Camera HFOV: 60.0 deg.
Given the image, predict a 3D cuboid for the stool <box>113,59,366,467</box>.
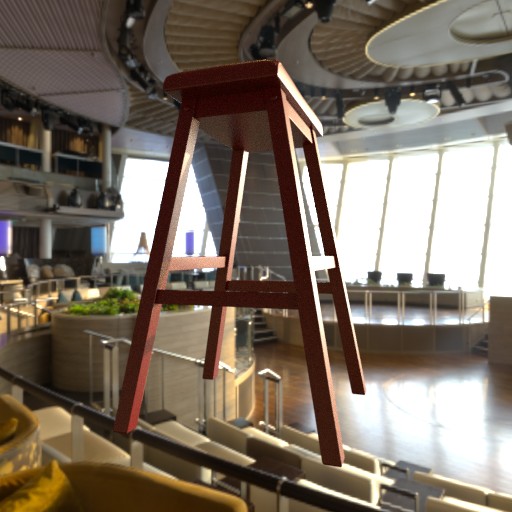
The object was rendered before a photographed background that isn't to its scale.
[{"bbox_3d":[0.000,0.000,1.065,0.476,0.737,0.457,0,0,19],"label":"stool"}]
